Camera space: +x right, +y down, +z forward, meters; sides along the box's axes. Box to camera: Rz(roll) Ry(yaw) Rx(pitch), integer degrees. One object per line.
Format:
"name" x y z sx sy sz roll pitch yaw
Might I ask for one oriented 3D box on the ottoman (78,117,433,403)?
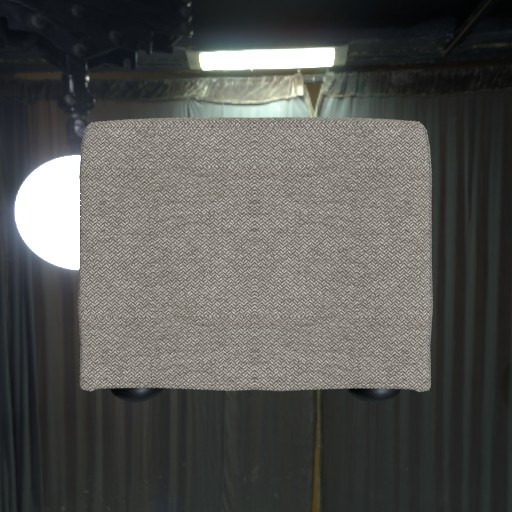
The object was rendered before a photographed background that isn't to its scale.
"ottoman" 0.000 0.000 0.883 0.519 0.453 0.512 0 1 0
